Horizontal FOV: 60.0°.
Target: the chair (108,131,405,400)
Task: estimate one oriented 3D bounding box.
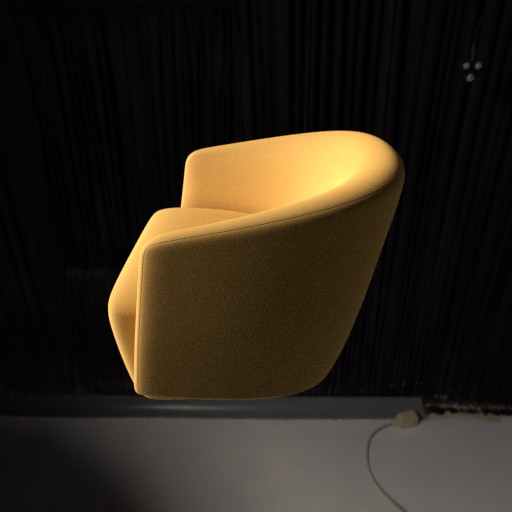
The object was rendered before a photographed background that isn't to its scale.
[{"bbox_3d":[0.000,0.000,1.365,0.767,0.698,0.773,0,27,0],"label":"chair"}]
